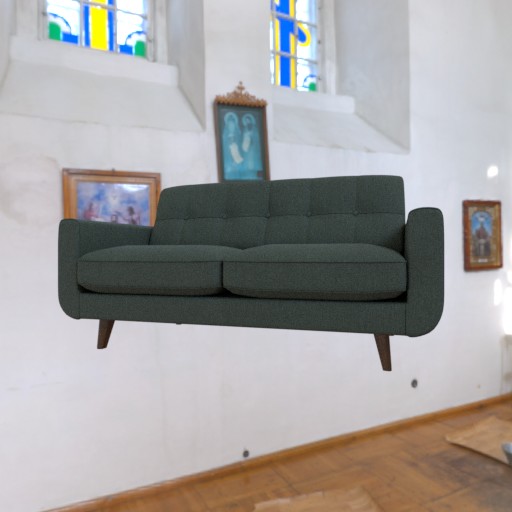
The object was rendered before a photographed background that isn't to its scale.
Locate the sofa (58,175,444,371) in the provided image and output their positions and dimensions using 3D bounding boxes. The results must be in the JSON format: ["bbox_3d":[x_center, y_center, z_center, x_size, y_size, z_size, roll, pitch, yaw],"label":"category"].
[{"bbox_3d":[0.000,0.000,2.170,1.631,0.841,0.909,0,0,18],"label":"sofa"}]
